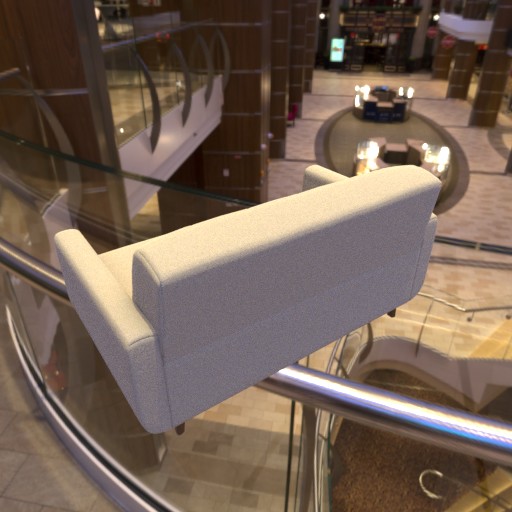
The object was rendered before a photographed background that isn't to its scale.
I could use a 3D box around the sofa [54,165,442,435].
[{"bbox_3d":[0.000,0.000,2.216,1.655,0.892,0.980,-20,37,-30],"label":"sofa"}]
